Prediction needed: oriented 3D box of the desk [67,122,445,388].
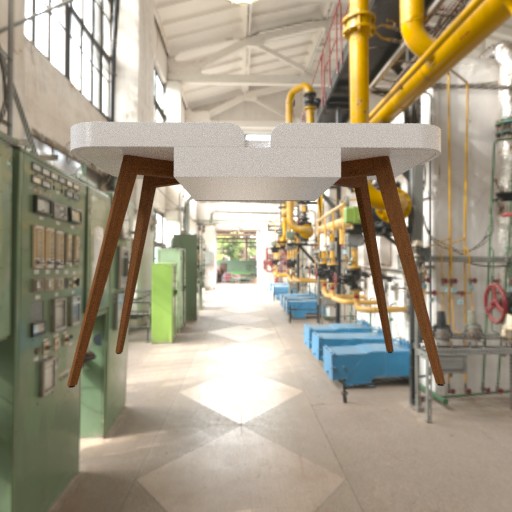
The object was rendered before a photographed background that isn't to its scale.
[{"bbox_3d":[0.000,0.000,1.613,1.206,0.807,0.534,0,-1,-1],"label":"desk"}]
